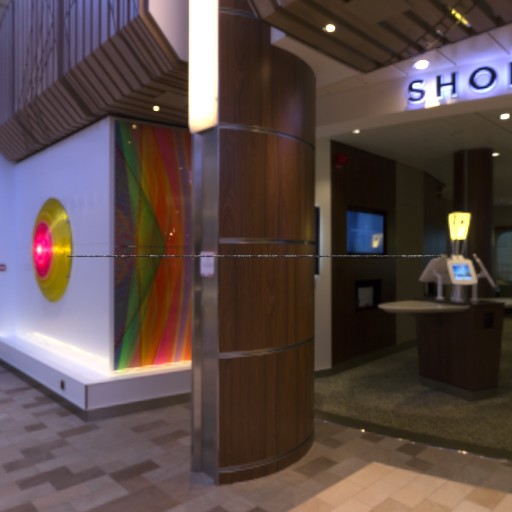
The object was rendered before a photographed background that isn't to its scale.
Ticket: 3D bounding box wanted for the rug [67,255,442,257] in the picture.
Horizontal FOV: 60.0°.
[{"bbox_3d":[0.000,0.000,2.354,1.219,0.005,1.828,0,0,1],"label":"rug"}]
